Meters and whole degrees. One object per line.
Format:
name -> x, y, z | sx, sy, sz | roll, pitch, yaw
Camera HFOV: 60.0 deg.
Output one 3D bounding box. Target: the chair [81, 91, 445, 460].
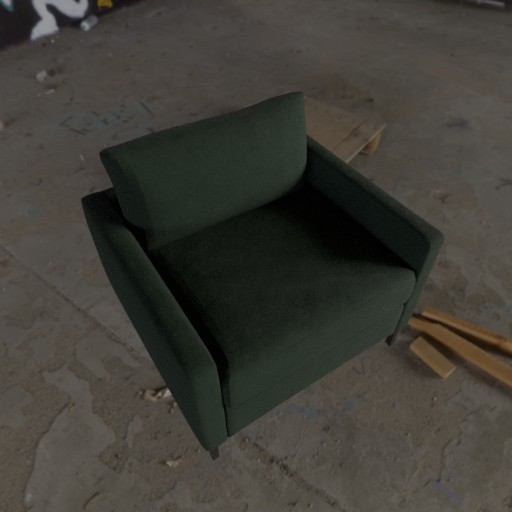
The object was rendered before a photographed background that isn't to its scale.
chair -> 0.000, 0.000, 1.627 | 0.963, 0.861, 0.866 | -25, 51, -22
